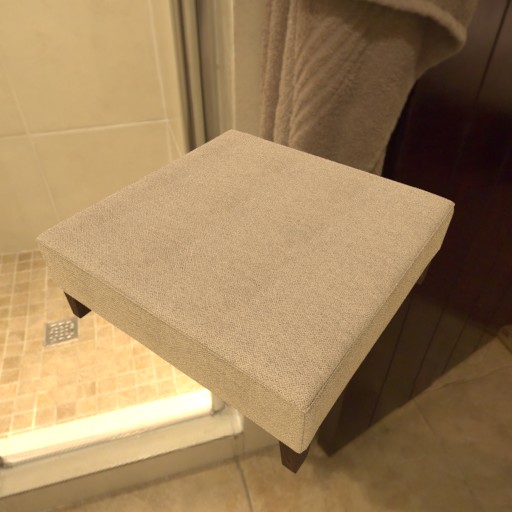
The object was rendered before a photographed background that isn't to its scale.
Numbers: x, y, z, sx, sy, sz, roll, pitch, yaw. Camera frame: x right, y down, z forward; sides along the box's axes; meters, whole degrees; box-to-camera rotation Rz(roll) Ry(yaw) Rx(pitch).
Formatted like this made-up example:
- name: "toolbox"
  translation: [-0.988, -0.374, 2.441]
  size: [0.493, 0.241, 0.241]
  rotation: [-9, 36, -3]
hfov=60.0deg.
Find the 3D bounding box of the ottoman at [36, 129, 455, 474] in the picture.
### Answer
- name: "ottoman"
  translation: [0.000, 0.000, 1.515]
  size: [0.982, 0.381, 0.973]
  rotation: [26, 47, 27]
